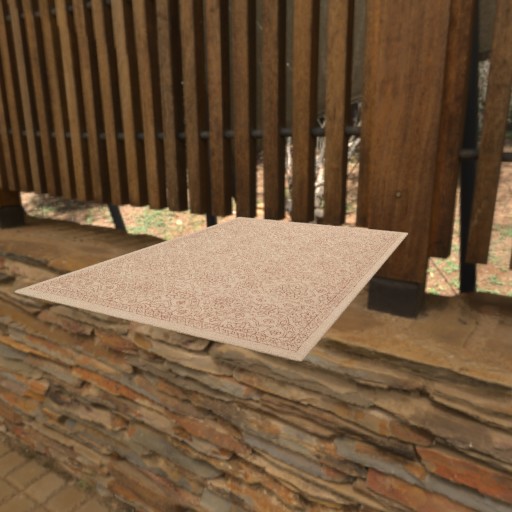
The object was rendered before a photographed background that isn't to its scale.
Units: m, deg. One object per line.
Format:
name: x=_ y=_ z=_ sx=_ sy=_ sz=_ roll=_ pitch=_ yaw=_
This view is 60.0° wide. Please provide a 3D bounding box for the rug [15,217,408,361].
rug: x=0.000 y=0.000 z=2.270 sx=1.219 sy=0.010 sz=1.829 roll=8 pitch=17 yaw=26
